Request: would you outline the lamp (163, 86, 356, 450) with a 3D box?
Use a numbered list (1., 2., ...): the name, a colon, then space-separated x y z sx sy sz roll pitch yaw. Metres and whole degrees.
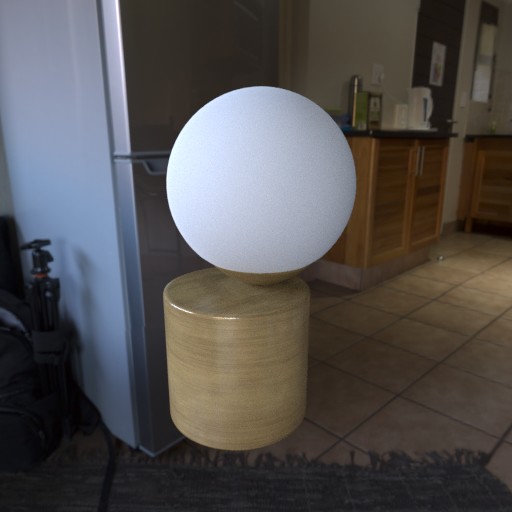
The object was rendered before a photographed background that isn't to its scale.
1. lamp: 0.000 0.000 0.349 0.152 0.250 0.141 -14 21 -40
